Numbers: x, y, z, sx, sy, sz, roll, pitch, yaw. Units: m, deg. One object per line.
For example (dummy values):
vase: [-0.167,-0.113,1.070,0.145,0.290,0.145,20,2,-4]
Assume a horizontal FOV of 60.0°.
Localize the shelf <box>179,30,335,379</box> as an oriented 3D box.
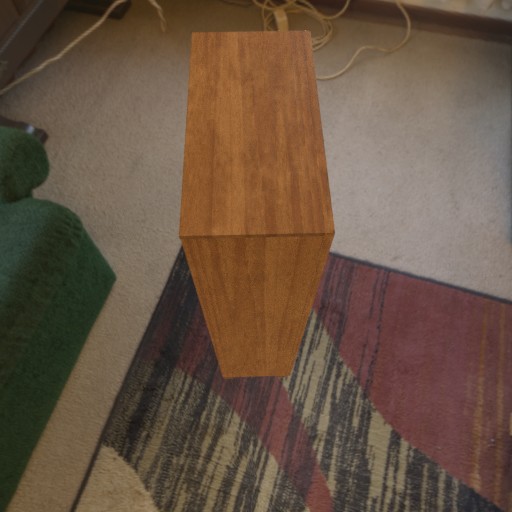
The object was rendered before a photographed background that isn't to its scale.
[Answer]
shelf: [0.000,0.000,2.291,0.453,1.930,0.864,-1,63,-1]
